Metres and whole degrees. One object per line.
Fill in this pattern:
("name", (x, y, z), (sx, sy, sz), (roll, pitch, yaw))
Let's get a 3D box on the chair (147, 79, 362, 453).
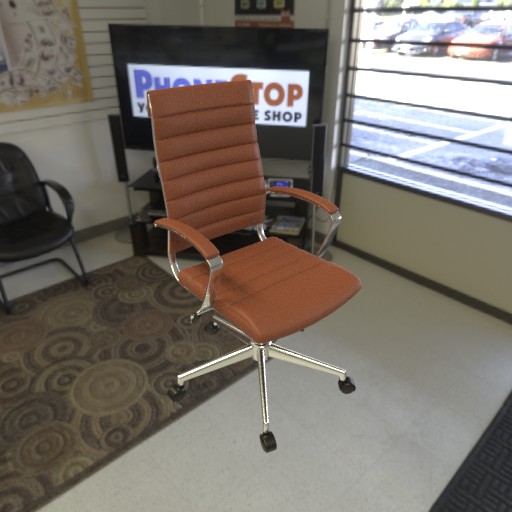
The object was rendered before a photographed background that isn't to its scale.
("chair", (0.000, 0.000, 1.669), (0.766, 1.149, 0.739), (-21, 35, -33))
